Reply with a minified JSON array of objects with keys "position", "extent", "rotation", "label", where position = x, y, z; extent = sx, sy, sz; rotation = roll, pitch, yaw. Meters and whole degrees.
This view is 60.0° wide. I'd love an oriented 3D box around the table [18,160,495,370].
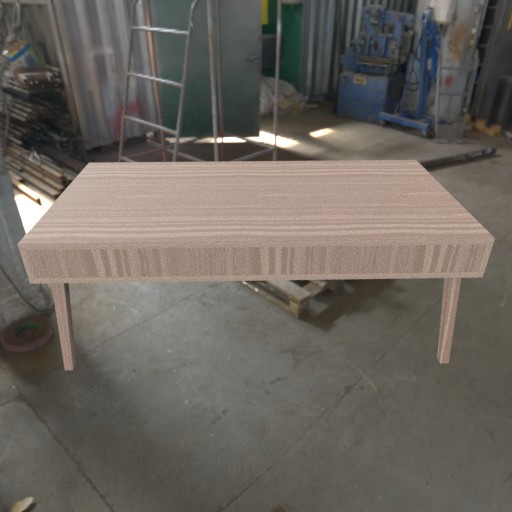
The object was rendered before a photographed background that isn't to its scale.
[{"position":[0.000,0.000,1.484],"extent":[1.200,0.450,0.600],"rotation":[-1,31,-1],"label":"table"}]
